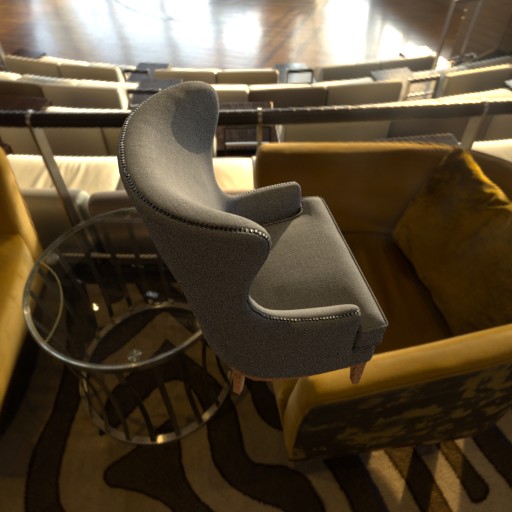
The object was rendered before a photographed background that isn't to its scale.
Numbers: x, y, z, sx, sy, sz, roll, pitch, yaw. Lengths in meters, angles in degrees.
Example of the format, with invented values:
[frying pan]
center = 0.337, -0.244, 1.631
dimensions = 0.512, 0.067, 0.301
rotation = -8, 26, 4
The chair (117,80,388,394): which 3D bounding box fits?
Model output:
[chair]
center = 0.000, 0.000, 1.856
dimensions = 0.883, 1.176, 0.864
rotation = -10, 49, -9
